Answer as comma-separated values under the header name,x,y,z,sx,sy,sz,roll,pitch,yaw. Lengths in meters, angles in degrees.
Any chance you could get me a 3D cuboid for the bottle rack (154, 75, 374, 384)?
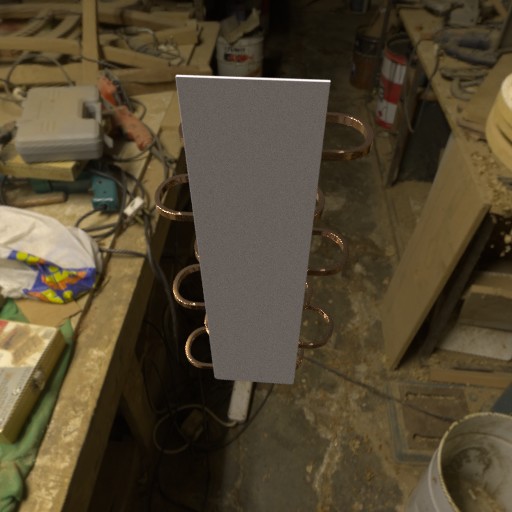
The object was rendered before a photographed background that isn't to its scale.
name,x,y,z,sx,sy,sz,roll,pitch,yaw
bottle rack,0.000,0.000,0.812,0.332,0.709,0.118,3,46,3
